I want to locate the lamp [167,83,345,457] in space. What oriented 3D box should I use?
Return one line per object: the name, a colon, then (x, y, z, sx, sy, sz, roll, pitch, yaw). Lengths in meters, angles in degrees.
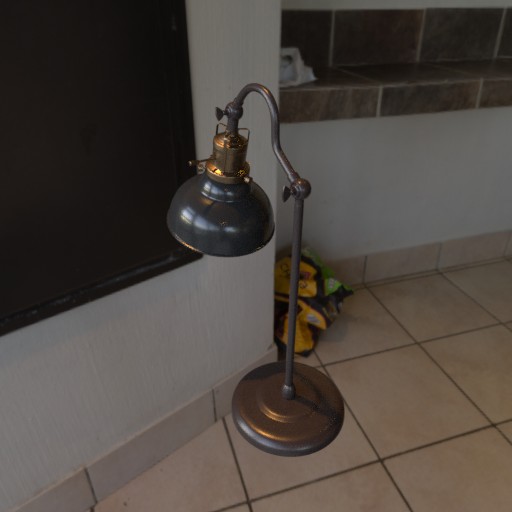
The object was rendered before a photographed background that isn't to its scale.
lamp: (0.000, 0.000, 0.691, 0.192, 0.508, 0.374, -20, 36, -31)
